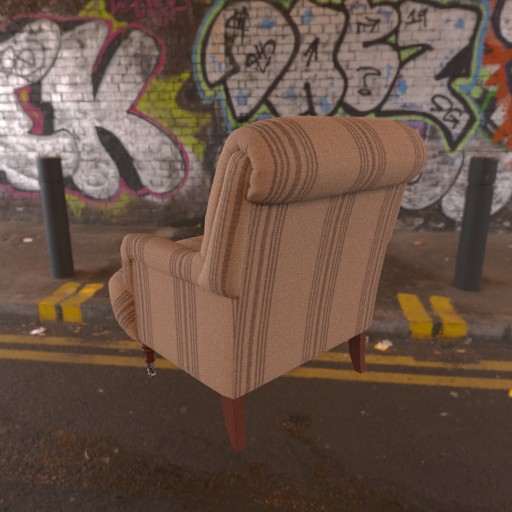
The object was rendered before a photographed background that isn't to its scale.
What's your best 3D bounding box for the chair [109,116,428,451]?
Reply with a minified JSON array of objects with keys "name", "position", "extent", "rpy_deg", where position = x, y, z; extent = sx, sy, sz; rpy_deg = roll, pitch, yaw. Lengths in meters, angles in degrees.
[{"name":"chair","position":[0.000,0.000,1.584],"extent":[0.813,0.940,0.914],"rpy_deg":[-15,22,-41]}]
